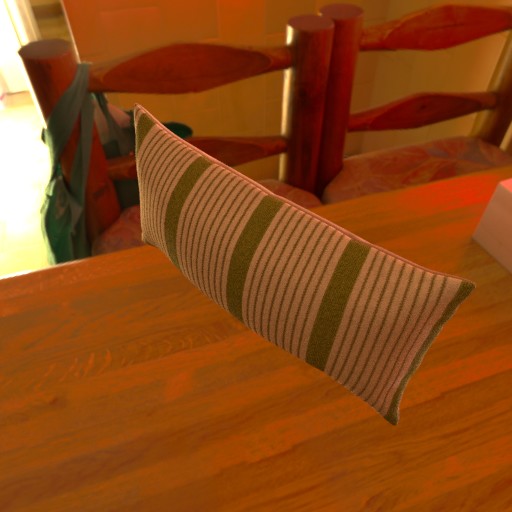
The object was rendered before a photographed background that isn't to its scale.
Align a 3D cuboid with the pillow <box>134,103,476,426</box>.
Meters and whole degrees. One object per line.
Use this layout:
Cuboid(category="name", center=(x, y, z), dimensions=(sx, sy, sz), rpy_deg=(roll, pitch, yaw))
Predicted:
Cuboid(category="pillow", center=(0.000, 0.000, 0.716), dimensions=(0.608, 0.292, 0.156), rpy_deg=(33, 55, 27))
